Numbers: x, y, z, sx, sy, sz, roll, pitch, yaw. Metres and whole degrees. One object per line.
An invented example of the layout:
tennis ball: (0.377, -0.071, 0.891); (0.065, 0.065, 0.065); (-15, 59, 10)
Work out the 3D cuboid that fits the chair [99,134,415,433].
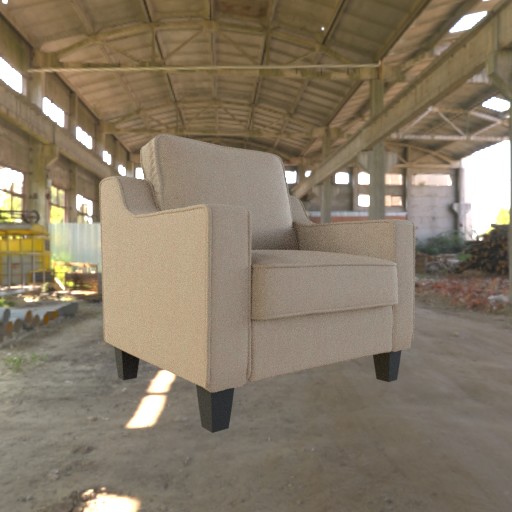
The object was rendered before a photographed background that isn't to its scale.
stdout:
chair: (0.000, 0.000, 1.715); (0.922, 0.948, 0.882); (0, 0, -38)
